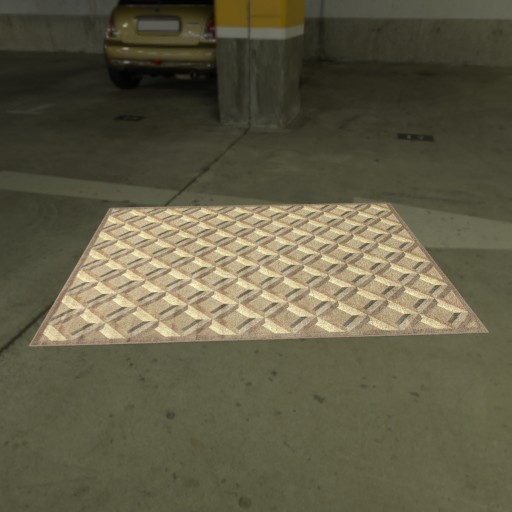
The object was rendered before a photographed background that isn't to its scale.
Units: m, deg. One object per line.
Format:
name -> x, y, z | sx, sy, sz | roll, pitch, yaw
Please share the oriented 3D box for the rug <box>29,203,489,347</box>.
rug -> 0.000, 0.000, 4.188 | 3.294, 0.018, 2.382 | -1, 30, -2
